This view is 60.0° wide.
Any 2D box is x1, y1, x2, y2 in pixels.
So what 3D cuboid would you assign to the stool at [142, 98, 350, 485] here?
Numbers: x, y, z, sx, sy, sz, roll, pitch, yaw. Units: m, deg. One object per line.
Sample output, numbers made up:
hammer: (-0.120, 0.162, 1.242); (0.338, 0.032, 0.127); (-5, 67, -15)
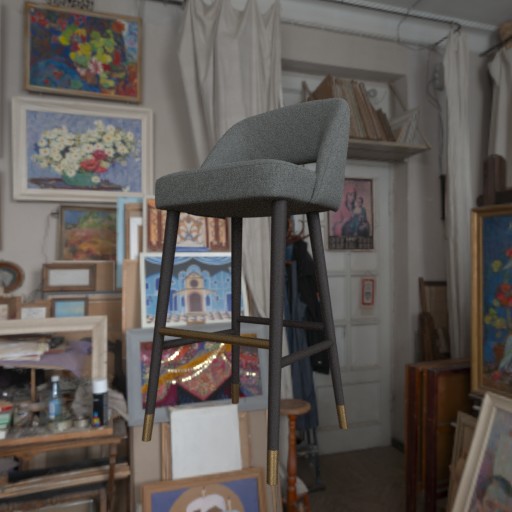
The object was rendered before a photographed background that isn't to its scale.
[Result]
stool: (0.000, 0.000, 1.389); (0.536, 1.089, 0.524); (0, -1, 35)
